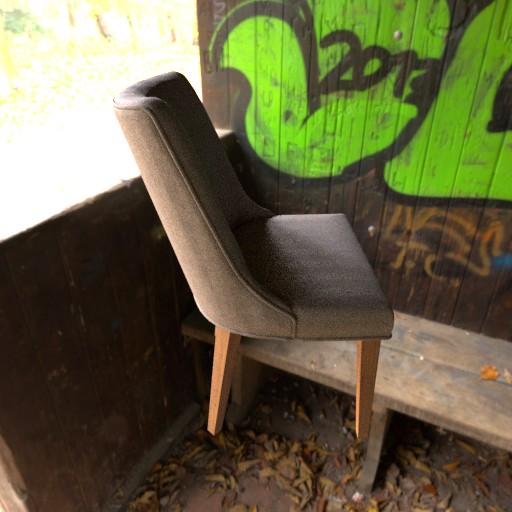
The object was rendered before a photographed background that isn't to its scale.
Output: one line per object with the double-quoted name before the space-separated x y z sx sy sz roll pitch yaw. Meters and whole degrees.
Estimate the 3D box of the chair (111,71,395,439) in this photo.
"chair" 0.000 0.000 1.237 0.636 0.916 0.548 -1 30 -2
